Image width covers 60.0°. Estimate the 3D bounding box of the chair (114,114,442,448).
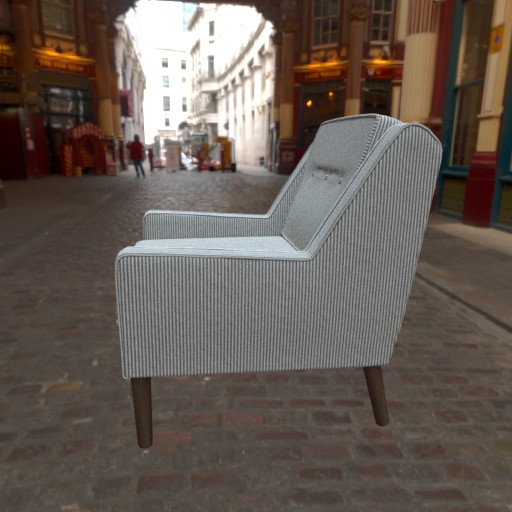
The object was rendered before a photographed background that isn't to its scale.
[{"bbox_3d":[0.000,0.000,1.313,0.743,0.792,0.663,-2,14,-8],"label":"chair"}]
